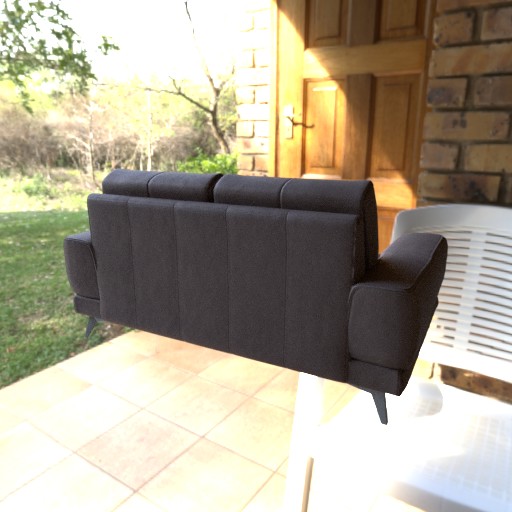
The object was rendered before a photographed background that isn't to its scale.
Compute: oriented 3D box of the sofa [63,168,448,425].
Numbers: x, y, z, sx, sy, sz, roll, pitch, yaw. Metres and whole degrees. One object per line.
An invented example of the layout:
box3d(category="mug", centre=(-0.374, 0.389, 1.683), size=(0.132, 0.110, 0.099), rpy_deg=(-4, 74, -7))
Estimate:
box3d(category="sofa", centre=(0.000, 0.000, 2.343), size=(1.806, 0.907, 1.018), rpy_deg=(8, 17, 27))
